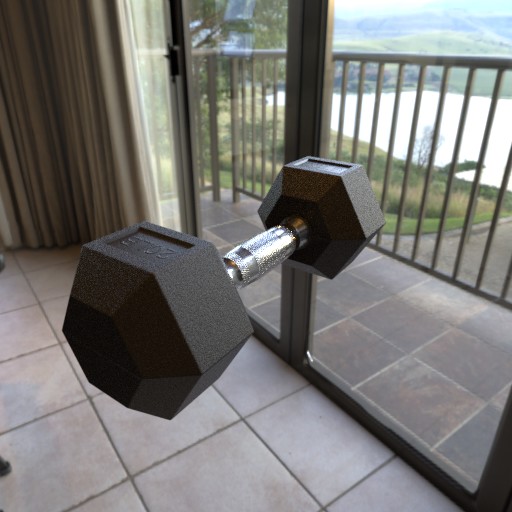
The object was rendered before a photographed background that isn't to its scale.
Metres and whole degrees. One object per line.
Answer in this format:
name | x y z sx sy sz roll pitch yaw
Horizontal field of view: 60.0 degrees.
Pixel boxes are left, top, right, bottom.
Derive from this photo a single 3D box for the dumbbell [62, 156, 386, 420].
dumbbell | 0.000 0.000 0.323 0.106 0.092 0.272 18 31 32
